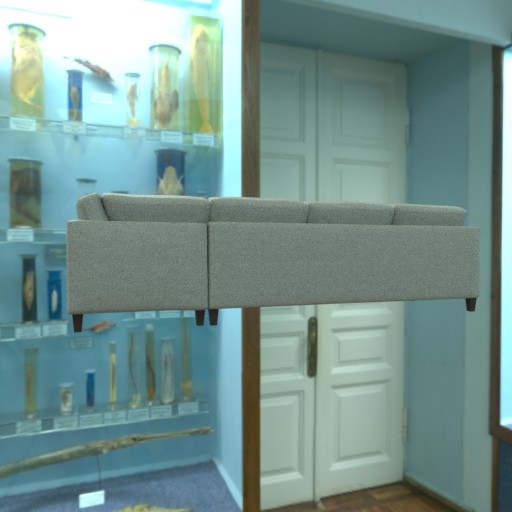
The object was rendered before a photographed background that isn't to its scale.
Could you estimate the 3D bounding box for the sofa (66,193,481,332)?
[{"bbox_3d":[0.000,0.000,4.475,3.333,0.934,2.522,0,1,-18],"label":"sofa"}]
